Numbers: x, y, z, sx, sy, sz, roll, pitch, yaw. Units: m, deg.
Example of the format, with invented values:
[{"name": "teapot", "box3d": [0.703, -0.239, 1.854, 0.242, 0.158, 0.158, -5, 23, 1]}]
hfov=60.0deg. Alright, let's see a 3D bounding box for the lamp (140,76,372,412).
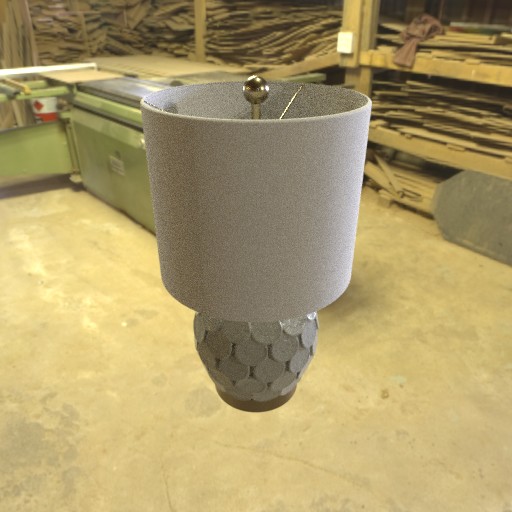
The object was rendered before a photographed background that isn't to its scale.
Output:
[{"name": "lamp", "box3d": [0.000, 0.000, 0.596, 0.254, 0.452, 0.254, 0, 29, 0]}]
